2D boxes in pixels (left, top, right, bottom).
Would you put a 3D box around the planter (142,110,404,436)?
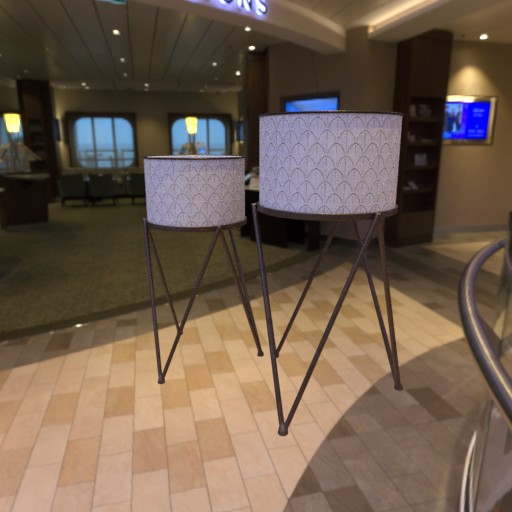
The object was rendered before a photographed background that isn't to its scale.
[{"bbox_3d":[0.000,0.000,1.189,0.769,0.712,0.413,8,16,29],"label":"planter"}]
